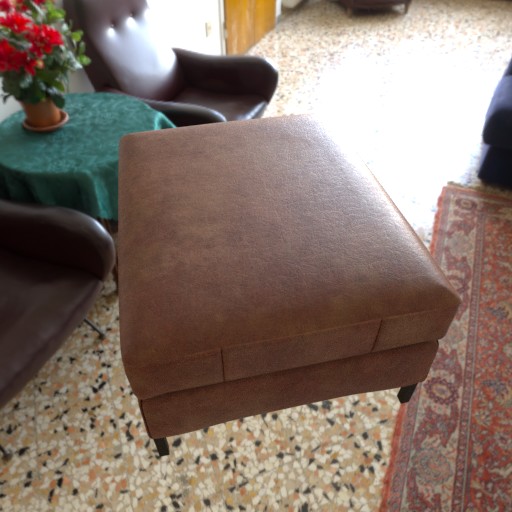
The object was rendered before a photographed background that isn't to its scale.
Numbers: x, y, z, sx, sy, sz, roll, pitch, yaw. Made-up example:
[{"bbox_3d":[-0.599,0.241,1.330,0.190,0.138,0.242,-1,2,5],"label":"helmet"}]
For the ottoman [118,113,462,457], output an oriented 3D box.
[{"bbox_3d":[0.000,0.000,1.768,0.965,0.667,1.186,-9,45,-9],"label":"ottoman"}]
